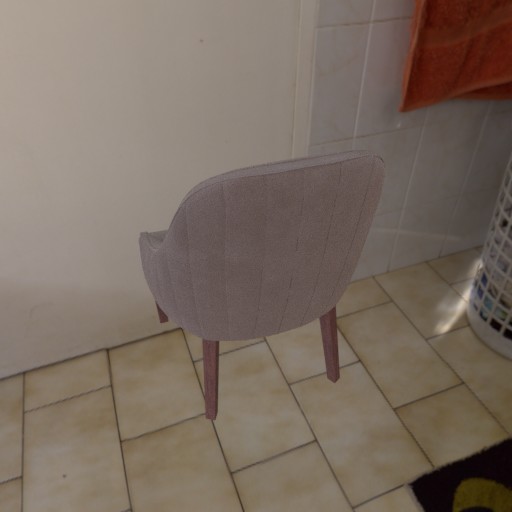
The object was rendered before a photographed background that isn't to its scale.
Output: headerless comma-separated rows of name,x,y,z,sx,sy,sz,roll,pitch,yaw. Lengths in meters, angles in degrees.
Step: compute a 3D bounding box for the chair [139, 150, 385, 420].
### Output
chair,0.000,0.000,1.296,0.643,0.889,0.575,-12,42,-14
